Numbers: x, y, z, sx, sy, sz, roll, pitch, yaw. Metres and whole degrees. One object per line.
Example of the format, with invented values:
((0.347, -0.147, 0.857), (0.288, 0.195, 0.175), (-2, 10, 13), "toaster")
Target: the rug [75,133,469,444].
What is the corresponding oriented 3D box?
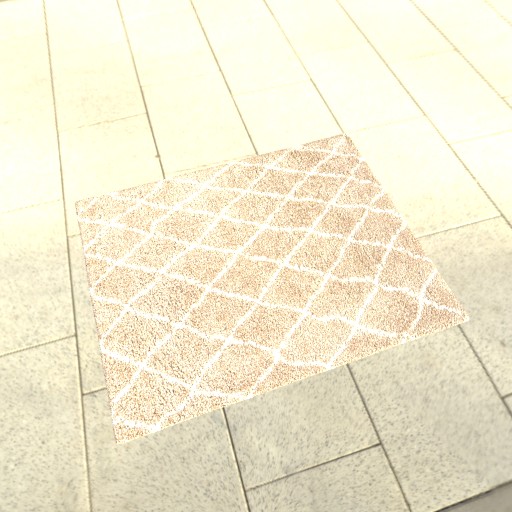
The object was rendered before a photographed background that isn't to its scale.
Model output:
((0.000, 0.000, 4.152), (3.047, 0.029, 2.438), (-16, 59, -10), "rug")
